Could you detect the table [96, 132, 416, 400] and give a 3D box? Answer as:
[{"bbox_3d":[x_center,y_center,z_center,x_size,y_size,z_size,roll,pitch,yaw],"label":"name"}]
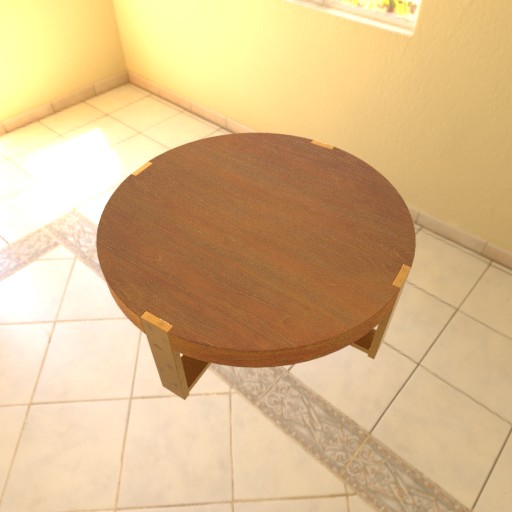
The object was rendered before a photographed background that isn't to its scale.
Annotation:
[{"bbox_3d":[0.000,0.000,1.730,1.100,0.420,1.100,0,47,0],"label":"table"}]
